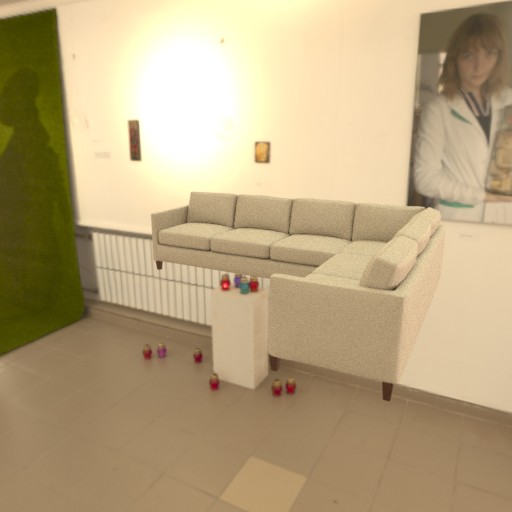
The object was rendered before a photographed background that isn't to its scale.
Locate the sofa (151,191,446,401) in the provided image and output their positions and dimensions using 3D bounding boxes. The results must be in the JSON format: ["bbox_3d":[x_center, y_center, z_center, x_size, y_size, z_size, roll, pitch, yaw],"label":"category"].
[{"bbox_3d":[0.000,0.000,4.493,3.333,0.934,2.522,8,17,27],"label":"sofa"}]
